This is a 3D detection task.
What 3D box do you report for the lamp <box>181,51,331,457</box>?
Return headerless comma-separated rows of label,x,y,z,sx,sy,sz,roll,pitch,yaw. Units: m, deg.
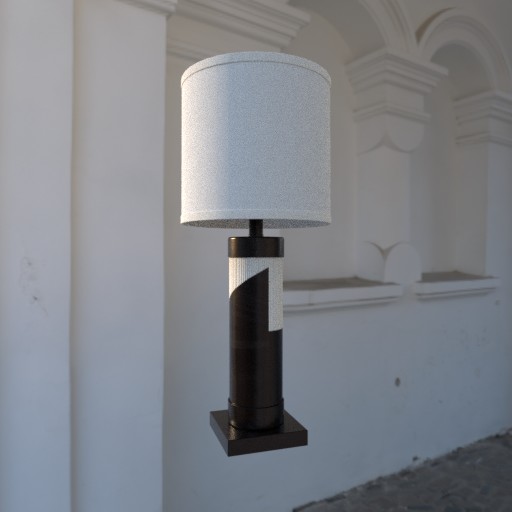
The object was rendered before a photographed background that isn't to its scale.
lamp,0.000,0.000,0.630,0.211,0.509,0.211,0,0,-18
